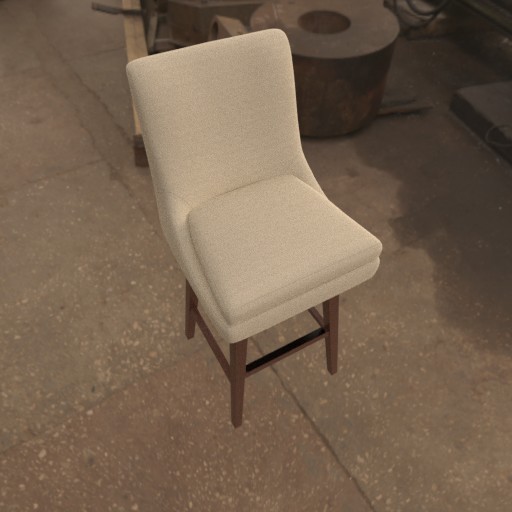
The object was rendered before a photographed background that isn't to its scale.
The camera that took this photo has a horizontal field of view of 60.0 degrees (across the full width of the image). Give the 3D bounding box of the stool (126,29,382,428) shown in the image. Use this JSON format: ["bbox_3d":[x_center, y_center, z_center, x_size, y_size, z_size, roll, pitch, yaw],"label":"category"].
[{"bbox_3d":[0.000,0.000,1.359,0.483,1.093,0.559,-23,52,-19],"label":"stool"}]
